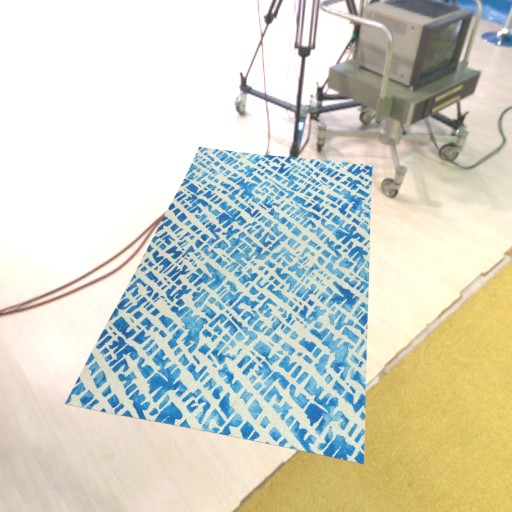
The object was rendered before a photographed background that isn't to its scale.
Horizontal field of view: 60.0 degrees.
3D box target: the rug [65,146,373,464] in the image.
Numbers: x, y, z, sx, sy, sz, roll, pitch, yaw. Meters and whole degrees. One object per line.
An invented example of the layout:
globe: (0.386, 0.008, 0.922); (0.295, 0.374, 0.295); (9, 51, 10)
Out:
rug: (0.000, 0.000, 3.006); (1.520, 0.011, 2.447); (8, 47, 8)
